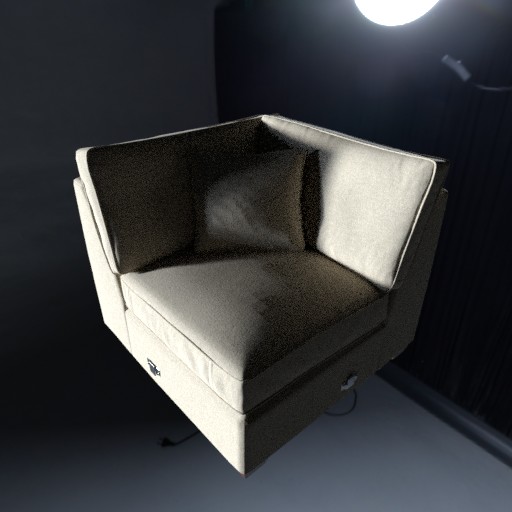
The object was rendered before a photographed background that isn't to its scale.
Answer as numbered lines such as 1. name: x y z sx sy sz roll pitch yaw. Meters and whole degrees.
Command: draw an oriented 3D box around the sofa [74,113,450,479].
1. sofa: 0.000 0.000 1.916 1.084 1.002 1.146 -24 39 -35
